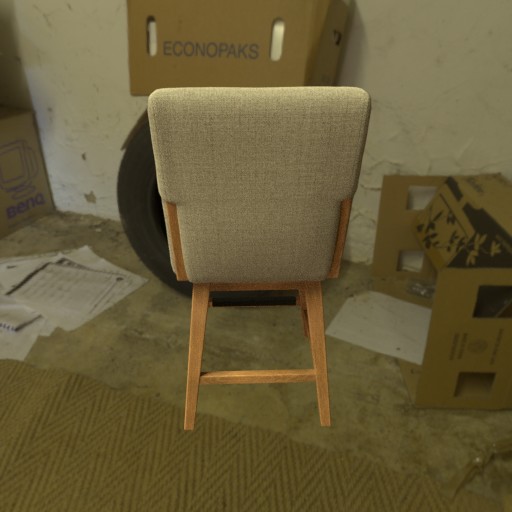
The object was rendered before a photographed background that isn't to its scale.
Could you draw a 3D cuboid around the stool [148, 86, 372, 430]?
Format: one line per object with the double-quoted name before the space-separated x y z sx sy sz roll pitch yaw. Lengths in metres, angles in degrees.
"stool" 0.000 0.000 1.304 0.459 1.010 0.526 -1 30 -2
